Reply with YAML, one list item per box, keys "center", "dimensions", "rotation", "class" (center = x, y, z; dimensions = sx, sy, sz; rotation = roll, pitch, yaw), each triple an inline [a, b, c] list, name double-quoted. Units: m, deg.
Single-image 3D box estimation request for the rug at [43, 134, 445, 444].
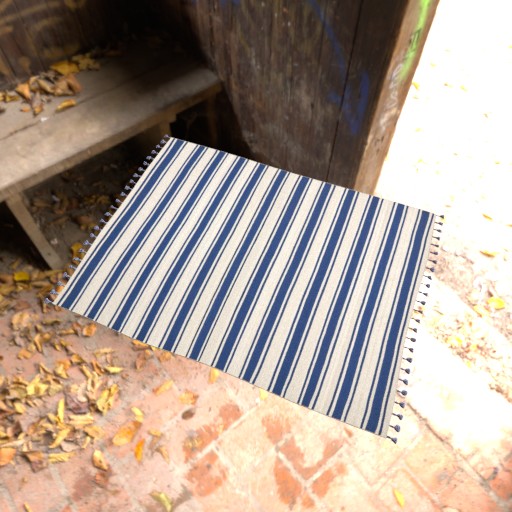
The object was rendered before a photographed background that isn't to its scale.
- center: [0.000, 0.000, 4.471]
  dimensions: [3.416, 0.016, 2.471]
  rotation: [19, 59, 12]
  class: "rug"
